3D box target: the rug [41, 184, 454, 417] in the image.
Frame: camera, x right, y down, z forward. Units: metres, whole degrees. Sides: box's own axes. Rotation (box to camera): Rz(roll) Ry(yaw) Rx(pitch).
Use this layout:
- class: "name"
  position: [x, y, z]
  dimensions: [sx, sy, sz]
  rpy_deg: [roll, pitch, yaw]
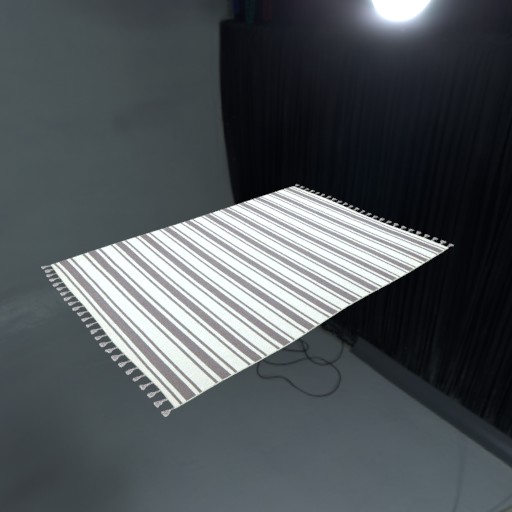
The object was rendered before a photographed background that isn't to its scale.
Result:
- class: "rug"
  position: [0.000, 0.000, 3.874]
  dimensions: [3.040, 0.017, 2.030]
  rpy_deg: [-23, 37, -34]
